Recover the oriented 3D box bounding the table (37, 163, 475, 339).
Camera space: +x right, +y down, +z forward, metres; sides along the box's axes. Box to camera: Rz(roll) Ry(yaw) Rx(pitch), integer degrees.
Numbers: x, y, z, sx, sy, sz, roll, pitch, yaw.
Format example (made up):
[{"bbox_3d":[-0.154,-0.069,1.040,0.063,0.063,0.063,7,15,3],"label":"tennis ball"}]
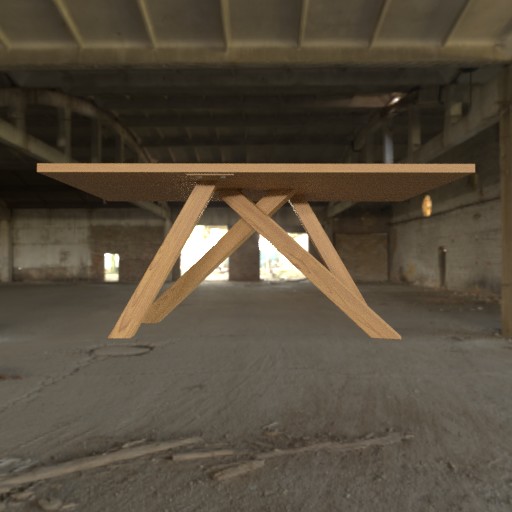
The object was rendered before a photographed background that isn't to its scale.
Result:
[{"bbox_3d":[0.000,0.000,2.264,1.797,0.750,0.901,0,-1,0],"label":"table"}]
